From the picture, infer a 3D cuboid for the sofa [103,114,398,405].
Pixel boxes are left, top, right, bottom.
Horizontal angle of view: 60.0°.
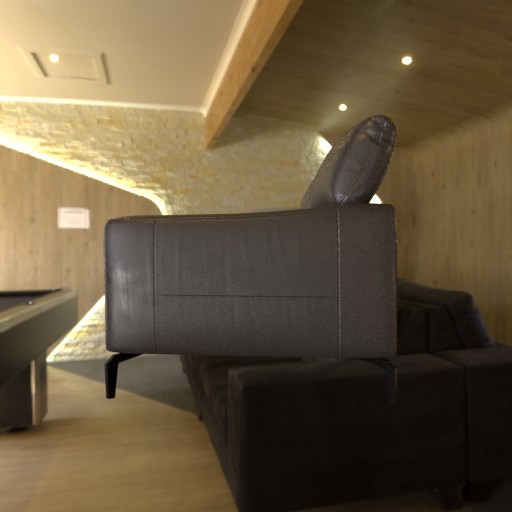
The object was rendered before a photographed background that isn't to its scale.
[{"bbox_3d":[0.000,0.000,2.110,0.958,0.920,1.596,0,0,2],"label":"sofa"}]
